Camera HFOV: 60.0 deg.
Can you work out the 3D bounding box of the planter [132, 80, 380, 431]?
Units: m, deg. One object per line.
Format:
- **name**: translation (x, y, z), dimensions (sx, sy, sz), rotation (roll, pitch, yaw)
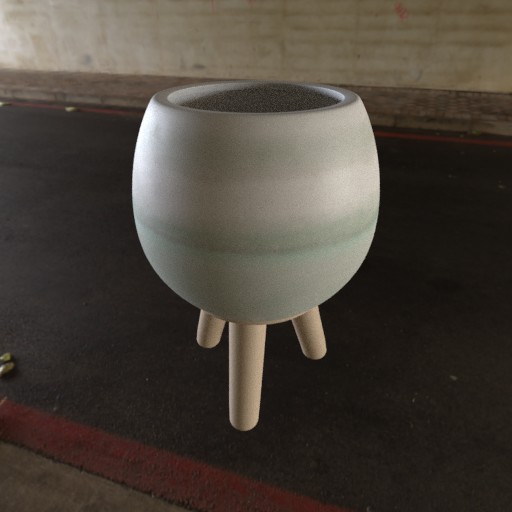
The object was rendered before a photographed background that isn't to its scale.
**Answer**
- **planter**: translation (0.000, 0.000, 0.322), dimensions (0.161, 0.224, 0.161), rotation (0, 29, 0)
